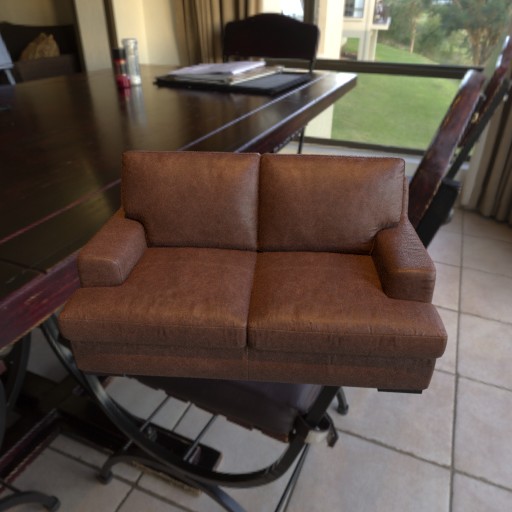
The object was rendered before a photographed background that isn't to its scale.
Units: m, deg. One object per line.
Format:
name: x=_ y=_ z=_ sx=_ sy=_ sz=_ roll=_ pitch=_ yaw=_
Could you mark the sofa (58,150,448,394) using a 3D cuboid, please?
sofa: x=0.000 y=0.000 z=2.480 sx=1.880 sy=0.939 sz=1.143 roll=2 pitch=31 yaw=4
